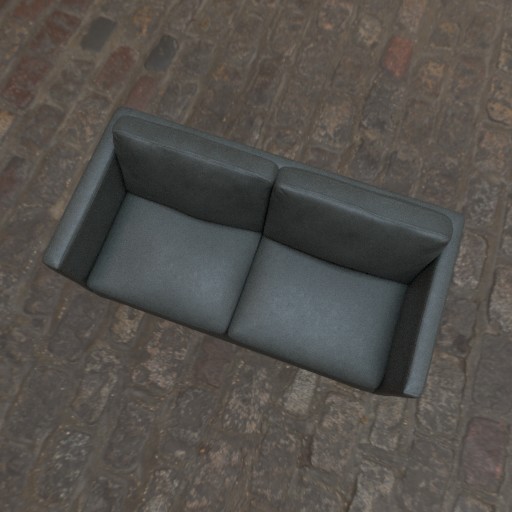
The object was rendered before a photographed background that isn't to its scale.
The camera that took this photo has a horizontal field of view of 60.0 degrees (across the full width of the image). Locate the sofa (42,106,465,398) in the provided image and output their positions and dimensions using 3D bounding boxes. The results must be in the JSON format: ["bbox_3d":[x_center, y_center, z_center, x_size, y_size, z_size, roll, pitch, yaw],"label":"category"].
[{"bbox_3d":[0.000,0.000,2.412,1.883,0.933,0.951,19,76,5],"label":"sofa"}]
